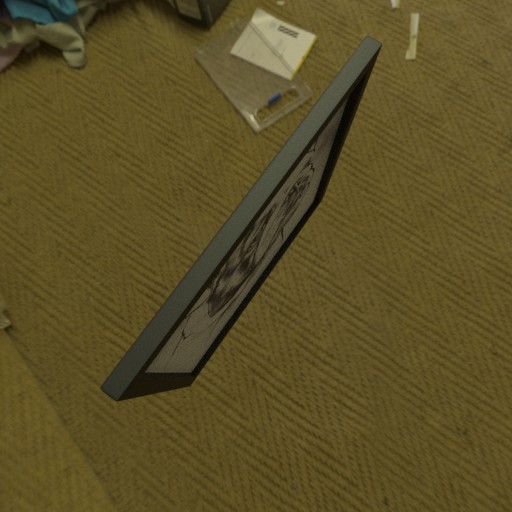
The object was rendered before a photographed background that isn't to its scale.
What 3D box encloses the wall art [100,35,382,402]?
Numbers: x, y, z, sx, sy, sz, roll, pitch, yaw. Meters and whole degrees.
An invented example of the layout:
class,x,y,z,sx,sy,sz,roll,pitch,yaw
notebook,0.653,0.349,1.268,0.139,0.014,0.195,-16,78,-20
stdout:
class,x,y,z,sx,sy,sz,roll,pitch,yaw
wall art,0.000,0.000,0.657,0.022,0.453,0.456,34,78,8
